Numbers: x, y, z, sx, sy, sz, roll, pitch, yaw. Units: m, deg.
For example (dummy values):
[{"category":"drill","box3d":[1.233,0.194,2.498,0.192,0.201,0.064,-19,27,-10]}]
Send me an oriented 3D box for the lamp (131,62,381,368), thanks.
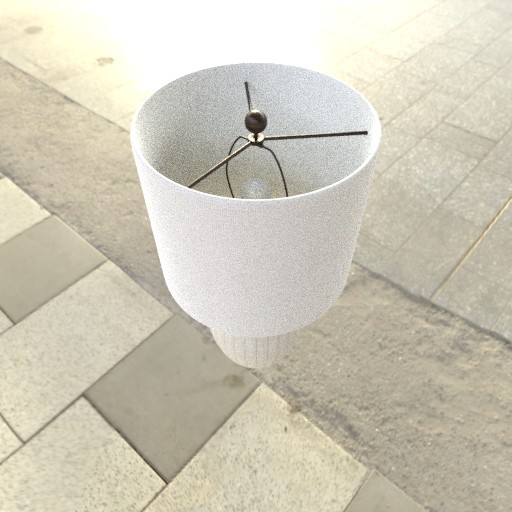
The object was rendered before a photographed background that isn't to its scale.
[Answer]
[{"category":"lamp","box3d":[0.000,0.000,0.790,0.328,0.570,0.328,0,49,0]}]
